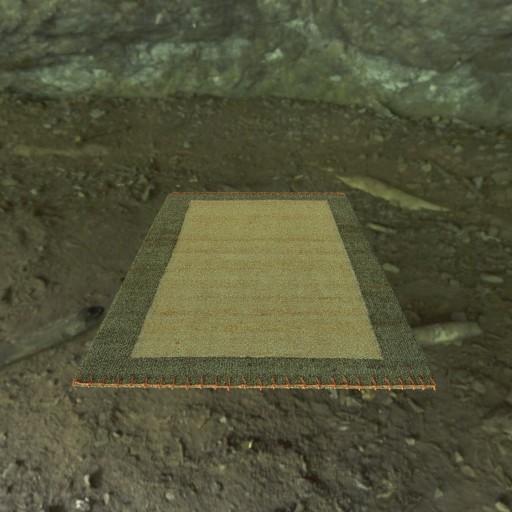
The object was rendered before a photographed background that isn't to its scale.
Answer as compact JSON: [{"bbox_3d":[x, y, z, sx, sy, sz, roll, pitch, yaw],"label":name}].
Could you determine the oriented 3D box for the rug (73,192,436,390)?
[{"bbox_3d":[0.000,0.000,2.252,1.220,0.019,1.838,0,28,0],"label":"rug"}]
